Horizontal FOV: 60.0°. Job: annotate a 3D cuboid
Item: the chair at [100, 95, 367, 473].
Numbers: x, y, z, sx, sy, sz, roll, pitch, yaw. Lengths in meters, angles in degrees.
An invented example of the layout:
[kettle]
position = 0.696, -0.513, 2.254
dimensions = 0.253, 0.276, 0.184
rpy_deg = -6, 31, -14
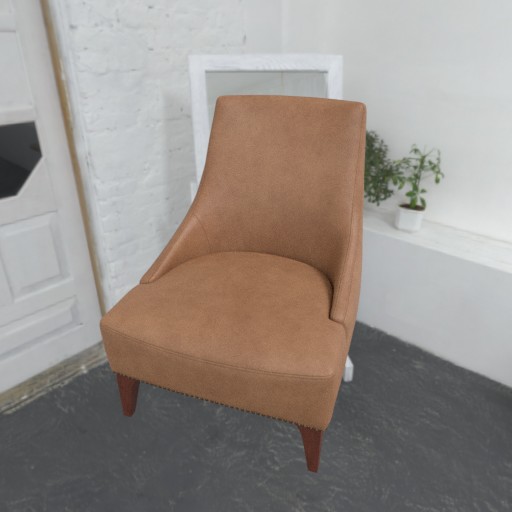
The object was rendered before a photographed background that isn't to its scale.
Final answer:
[chair]
position = 0.000, 0.000, 1.478
dimensions = 0.701, 0.909, 0.861
rpy_deg = 9, 29, 17
